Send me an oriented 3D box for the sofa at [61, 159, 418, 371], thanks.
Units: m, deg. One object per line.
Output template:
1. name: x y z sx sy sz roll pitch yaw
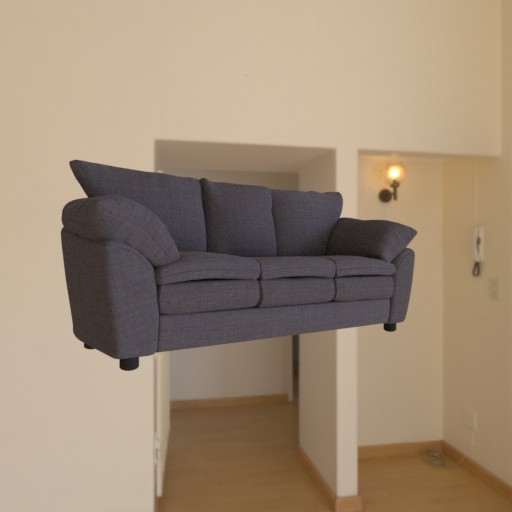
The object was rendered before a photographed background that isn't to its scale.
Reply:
1. sofa: 0.000 0.000 2.901 2.336 1.080 0.883 0 -1 -36
